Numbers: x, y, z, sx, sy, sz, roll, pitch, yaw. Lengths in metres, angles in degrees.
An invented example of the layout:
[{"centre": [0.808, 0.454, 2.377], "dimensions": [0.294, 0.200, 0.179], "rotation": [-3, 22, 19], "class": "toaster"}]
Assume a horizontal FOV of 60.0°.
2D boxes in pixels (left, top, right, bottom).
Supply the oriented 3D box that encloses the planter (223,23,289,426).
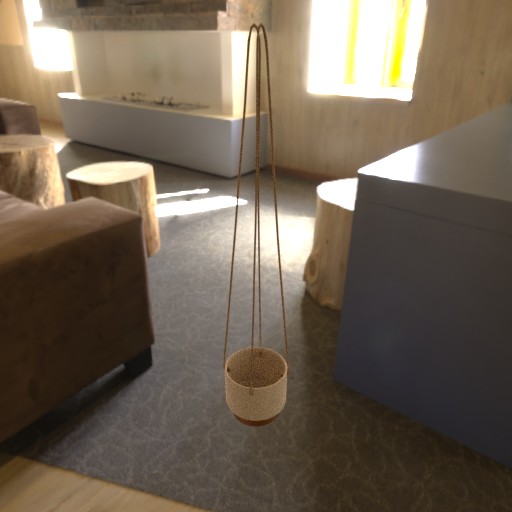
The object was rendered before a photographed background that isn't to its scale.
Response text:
[{"centre": [0.000, 0.000, 0.903], "dimensions": [0.146, 0.841, 0.146], "rotation": [-19, 32, -32], "class": "planter"}]
